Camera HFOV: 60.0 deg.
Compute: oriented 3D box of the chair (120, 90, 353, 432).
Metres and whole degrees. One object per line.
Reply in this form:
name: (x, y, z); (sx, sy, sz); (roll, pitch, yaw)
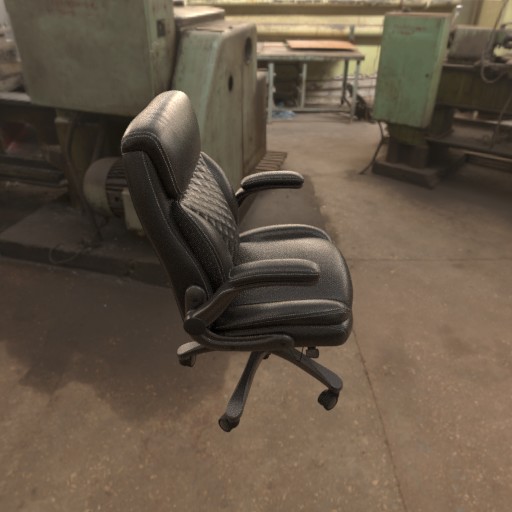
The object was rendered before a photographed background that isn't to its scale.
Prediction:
chair: (0.000, 0.000, 1.651); (0.724, 1.110, 0.782); (1, 32, 1)
